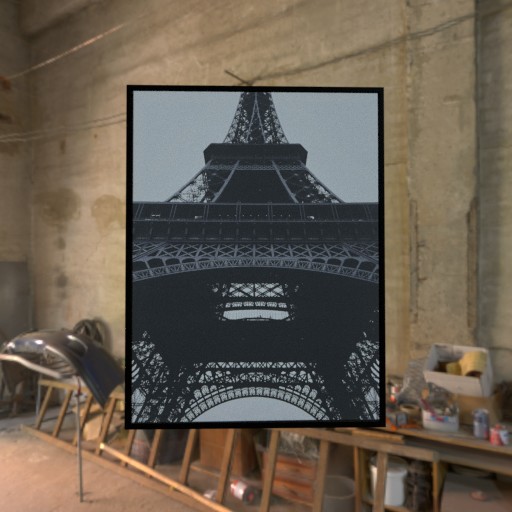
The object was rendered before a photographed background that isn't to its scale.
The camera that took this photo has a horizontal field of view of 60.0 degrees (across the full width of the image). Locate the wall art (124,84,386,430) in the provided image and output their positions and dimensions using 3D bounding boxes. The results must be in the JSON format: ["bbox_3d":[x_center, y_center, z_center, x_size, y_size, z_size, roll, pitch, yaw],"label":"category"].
[{"bbox_3d":[0.000,0.000,1.392,0.805,1.062,0.040,0,-1,-1],"label":"wall art"}]
